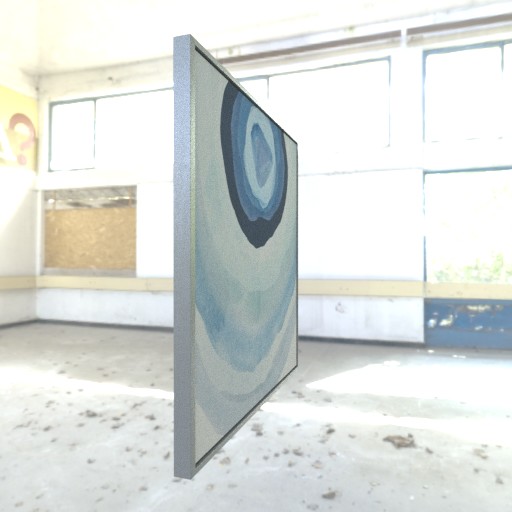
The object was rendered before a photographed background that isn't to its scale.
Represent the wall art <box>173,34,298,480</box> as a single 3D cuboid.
[{"bbox_3d":[0.000,0.000,1.189,0.038,0.807,0.809,0,0,19],"label":"wall art"}]
